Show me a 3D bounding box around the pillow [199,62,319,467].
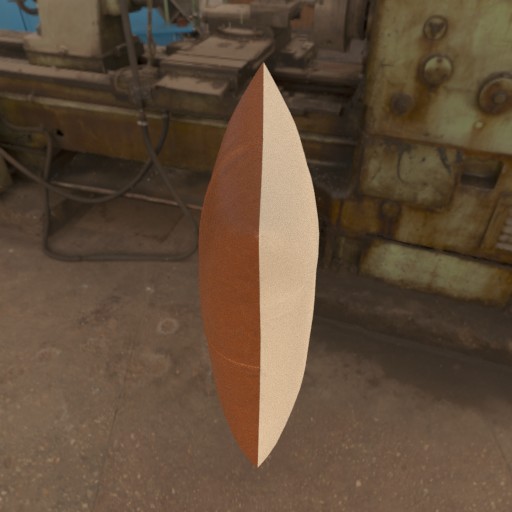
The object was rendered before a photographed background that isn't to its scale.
[{"bbox_3d":[0.000,0.000,0.745,0.192,0.477,0.501,1,40,1],"label":"pillow"}]
